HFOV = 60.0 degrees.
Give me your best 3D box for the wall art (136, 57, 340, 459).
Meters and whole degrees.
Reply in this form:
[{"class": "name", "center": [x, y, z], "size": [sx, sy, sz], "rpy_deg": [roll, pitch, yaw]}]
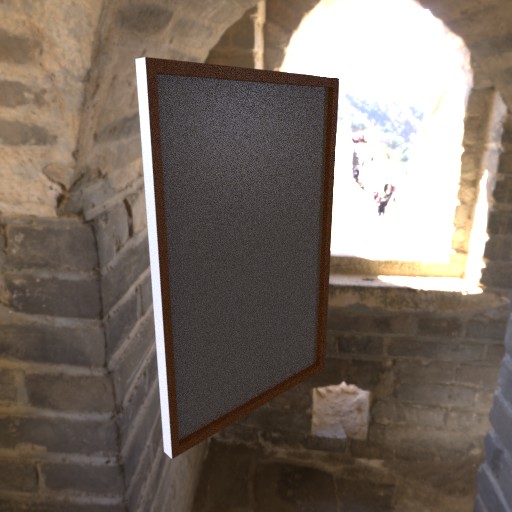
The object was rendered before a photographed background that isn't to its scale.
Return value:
[{"class": "wall art", "center": [0.000, 0.000, 0.781], "size": [0.405, 0.608, 0.025], "rpy_deg": [-16, 23, -41]}]
